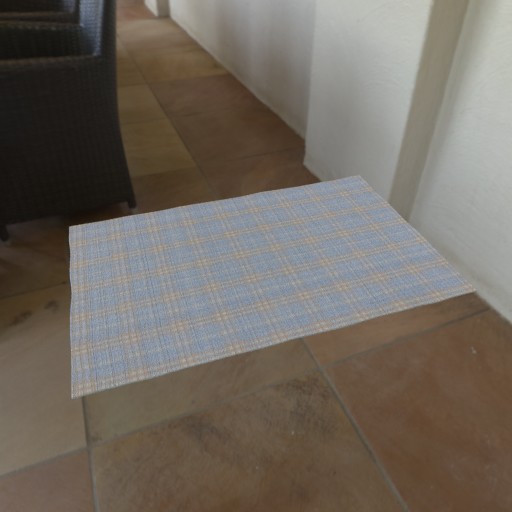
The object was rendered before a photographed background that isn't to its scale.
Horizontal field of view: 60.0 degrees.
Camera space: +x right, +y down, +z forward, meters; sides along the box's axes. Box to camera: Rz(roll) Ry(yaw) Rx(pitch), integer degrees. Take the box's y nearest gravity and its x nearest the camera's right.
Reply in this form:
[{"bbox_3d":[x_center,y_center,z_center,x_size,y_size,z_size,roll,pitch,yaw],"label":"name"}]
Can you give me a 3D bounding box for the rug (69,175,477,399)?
[{"bbox_3d":[0.000,0.000,3.075,2.460,0.016,1.545,-12,41,-14],"label":"rug"}]
